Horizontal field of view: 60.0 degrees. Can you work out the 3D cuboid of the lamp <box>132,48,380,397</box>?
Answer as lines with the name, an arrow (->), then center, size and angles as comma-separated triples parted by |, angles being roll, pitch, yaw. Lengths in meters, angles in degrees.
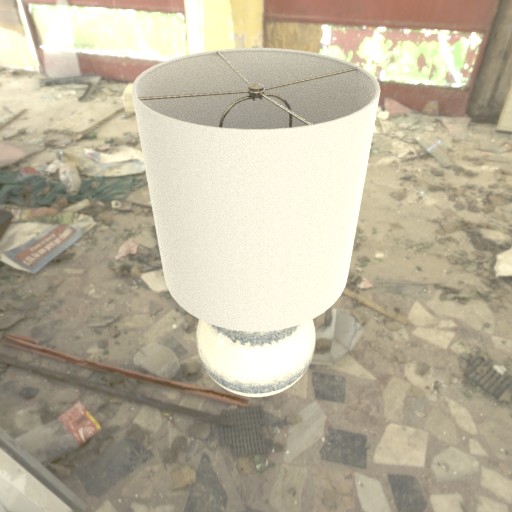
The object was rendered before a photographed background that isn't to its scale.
lamp -> 0.000, 0.000, 0.522 | 0.216, 0.404, 0.216 | 26, 46, 28
